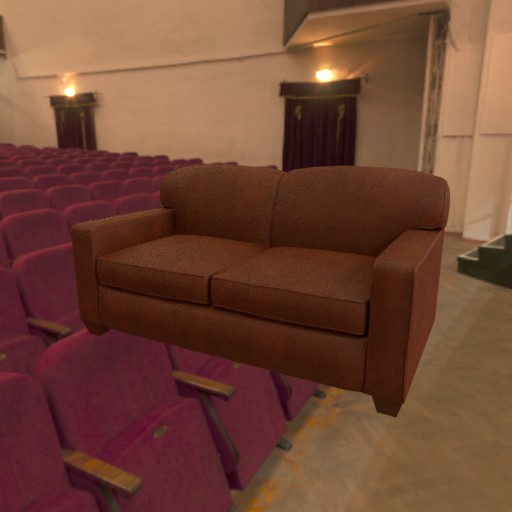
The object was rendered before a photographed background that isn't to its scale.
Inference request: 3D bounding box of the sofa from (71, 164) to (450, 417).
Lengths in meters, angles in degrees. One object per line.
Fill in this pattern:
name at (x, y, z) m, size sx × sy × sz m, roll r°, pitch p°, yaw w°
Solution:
sofa at (0.000, 0.000, 2.459) m, size 1.856 × 0.966 × 1.000 m, roll 7°, pitch 16°, yaw 27°
